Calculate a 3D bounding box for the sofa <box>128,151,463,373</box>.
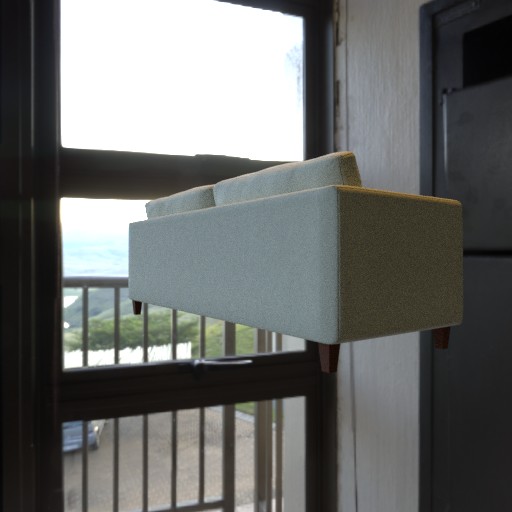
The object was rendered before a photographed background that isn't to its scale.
[{"bbox_3d":[0.000,0.000,2.985,0.948,0.965,2.434,0,0,-35],"label":"sofa"}]
